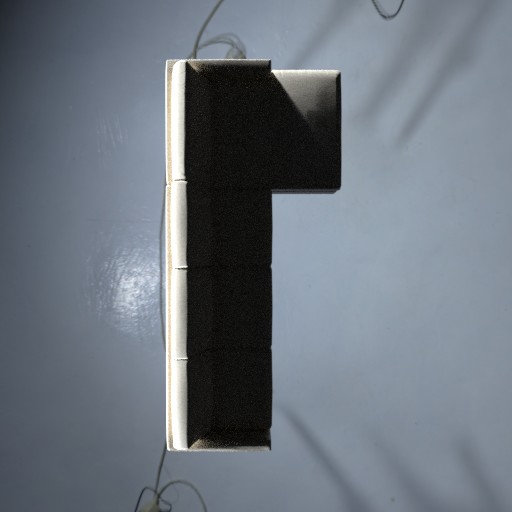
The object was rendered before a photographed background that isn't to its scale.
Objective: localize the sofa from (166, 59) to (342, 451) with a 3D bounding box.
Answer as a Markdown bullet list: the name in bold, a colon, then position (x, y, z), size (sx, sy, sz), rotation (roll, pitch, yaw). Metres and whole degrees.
- **sofa**: position (0.000, 0.000, 4.158), size (1.603, 0.954, 3.471), rotation (0, 91, 0)
